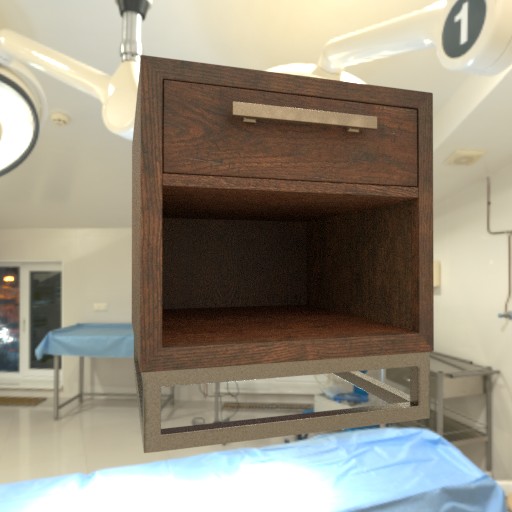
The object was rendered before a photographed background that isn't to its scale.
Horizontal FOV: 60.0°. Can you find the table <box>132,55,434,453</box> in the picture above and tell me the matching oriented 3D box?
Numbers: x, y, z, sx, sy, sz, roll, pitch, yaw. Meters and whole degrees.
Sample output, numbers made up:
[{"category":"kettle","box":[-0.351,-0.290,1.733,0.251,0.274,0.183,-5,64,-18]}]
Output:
[{"category":"table","box":[0.000,0.000,0.961,0.506,0.582,0.566,0,-1,-17]}]
